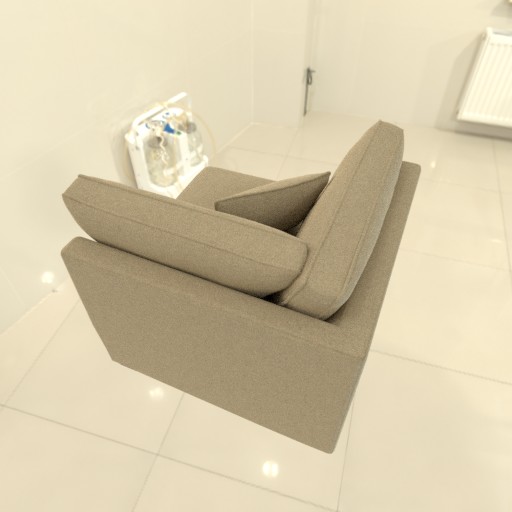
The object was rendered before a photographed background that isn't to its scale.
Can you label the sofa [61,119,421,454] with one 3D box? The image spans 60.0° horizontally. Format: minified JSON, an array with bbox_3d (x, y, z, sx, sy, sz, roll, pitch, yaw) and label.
[{"bbox_3d":[0.000,0.000,1.989,1.146,1.002,1.084,17,49,16],"label":"sofa"}]
